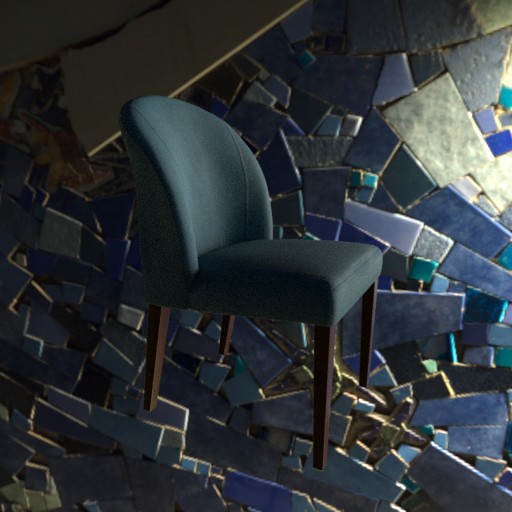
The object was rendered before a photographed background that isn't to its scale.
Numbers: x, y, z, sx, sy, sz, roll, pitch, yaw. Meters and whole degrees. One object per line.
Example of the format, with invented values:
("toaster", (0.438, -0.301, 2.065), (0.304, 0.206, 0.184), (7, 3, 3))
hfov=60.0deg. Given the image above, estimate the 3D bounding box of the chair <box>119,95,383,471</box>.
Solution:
("chair", (0.000, 0.000, 1.246), (0.620, 0.879, 0.507), (7, 15, 27))
